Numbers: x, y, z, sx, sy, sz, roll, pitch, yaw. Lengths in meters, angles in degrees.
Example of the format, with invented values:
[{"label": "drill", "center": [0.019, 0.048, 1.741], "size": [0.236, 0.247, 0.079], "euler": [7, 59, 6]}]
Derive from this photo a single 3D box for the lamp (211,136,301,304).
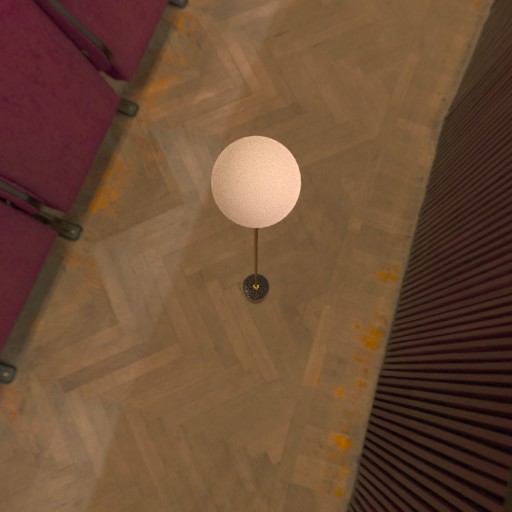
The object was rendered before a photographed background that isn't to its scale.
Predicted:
[{"label": "lamp", "center": [0.000, 0.000, 1.863], "size": [0.229, 1.748, 0.229], "euler": [19, 76, 5]}]
